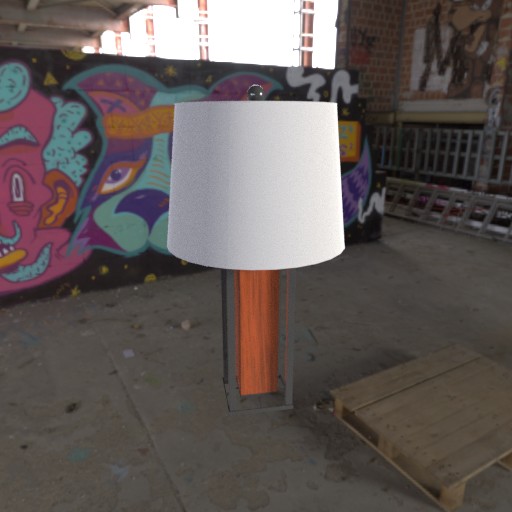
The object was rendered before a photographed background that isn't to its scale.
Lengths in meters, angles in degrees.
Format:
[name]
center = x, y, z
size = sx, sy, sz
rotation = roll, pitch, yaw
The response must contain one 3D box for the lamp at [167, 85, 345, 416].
[lamp]
center = 0.000, 0.000, 0.819
size = 0.320, 0.591, 0.320
rotation = 0, 17, 0
